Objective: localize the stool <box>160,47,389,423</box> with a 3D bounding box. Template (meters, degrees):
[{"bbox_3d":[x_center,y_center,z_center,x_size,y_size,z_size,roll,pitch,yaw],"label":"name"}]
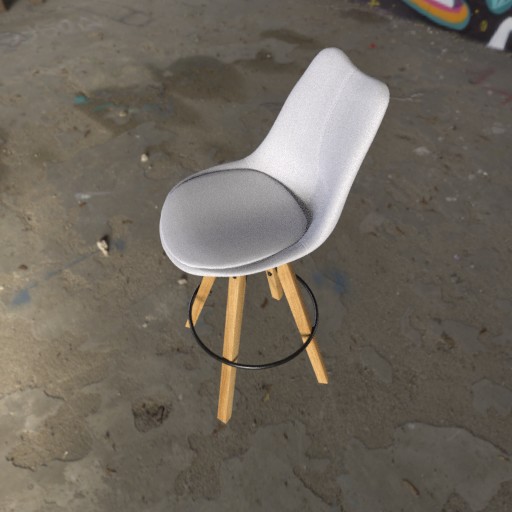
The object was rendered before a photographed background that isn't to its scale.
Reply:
[{"bbox_3d":[0.000,0.000,1.389,0.550,1.115,0.484,-16,49,-15],"label":"stool"}]
